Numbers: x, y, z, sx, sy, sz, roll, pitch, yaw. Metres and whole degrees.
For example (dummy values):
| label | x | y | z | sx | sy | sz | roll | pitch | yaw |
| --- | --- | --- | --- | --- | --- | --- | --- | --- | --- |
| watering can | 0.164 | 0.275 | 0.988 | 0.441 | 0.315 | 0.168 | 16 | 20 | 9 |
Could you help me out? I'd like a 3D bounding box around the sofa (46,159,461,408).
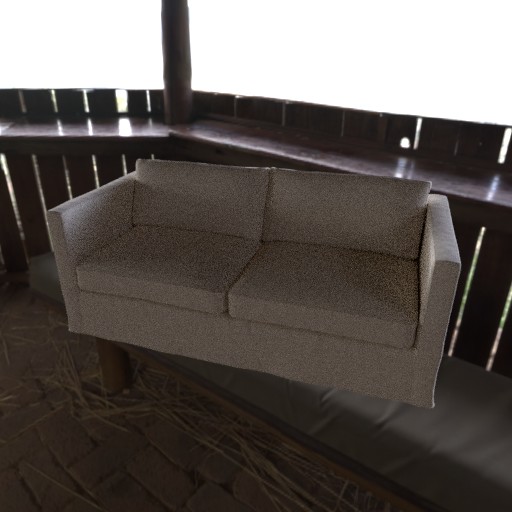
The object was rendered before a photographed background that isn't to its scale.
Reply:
| label | x | y | z | sx | sy | sz | roll | pitch | yaw |
| --- | --- | --- | --- | --- | --- | --- | --- | --- | --- |
| sofa | 0.000 | 0.000 | 2.479 | 1.987 | 0.870 | 0.940 | 8 | 27 | 16 |
